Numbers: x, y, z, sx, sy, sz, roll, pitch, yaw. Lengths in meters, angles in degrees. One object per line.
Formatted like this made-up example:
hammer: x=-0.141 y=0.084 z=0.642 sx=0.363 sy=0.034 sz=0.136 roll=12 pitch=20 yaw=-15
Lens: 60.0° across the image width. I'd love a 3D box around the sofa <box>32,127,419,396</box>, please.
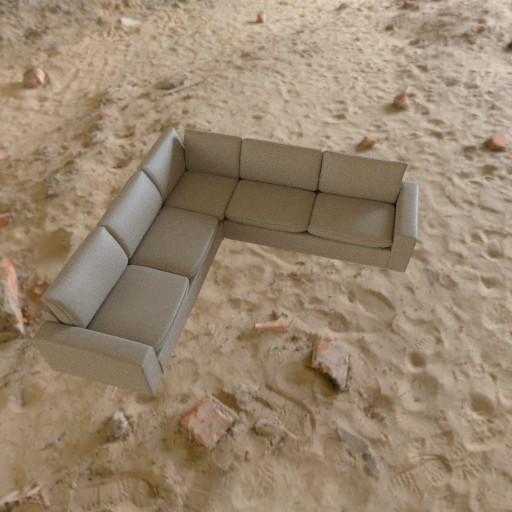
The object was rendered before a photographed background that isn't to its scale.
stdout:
sofa: x=0.000 y=0.000 z=3.946 sx=2.742 sy=0.800 sz=2.622 roll=11 pitch=49 yaw=10
